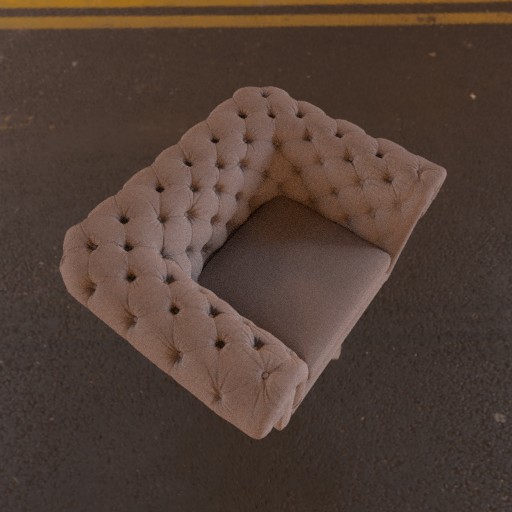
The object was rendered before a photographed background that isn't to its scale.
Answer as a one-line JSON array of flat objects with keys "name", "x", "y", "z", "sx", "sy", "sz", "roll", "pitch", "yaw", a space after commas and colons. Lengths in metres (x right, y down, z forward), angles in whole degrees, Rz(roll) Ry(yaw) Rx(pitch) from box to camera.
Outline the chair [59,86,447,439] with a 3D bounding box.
[{"name": "chair", "x": 0.000, "y": 0.000, "z": 1.901, "sx": 0.976, "sy": 0.770, "sz": 1.270, "roll": 33, "pitch": 64, "yaw": 19}]
